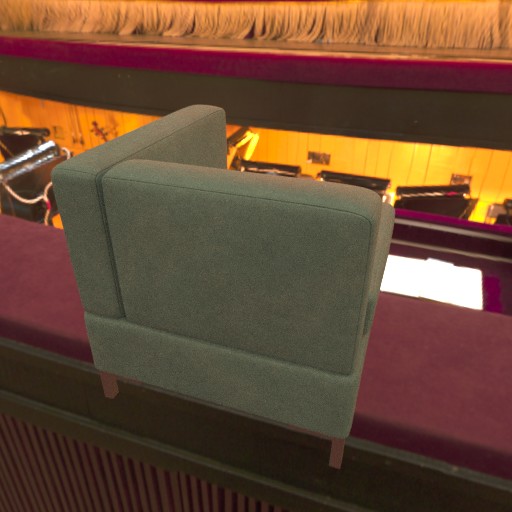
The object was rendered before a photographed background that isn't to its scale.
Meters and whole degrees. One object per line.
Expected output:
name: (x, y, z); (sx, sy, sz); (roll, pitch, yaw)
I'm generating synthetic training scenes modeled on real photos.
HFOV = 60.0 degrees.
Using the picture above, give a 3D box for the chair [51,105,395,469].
chair: (0.000, 0.000, 1.208); (0.680, 0.660, 0.680); (10, 32, 17)
